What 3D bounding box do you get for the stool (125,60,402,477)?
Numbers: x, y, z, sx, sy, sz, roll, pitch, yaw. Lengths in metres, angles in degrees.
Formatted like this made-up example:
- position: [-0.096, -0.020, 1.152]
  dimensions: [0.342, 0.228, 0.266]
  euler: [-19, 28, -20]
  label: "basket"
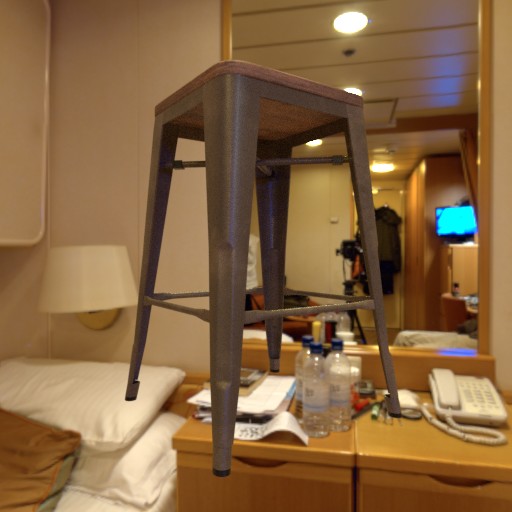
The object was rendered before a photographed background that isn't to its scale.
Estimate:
- position: [0.000, 0.000, 0.889]
  dimensions: [0.407, 0.607, 0.407]
  euler: [0, 1, -35]
  label: "stool"
